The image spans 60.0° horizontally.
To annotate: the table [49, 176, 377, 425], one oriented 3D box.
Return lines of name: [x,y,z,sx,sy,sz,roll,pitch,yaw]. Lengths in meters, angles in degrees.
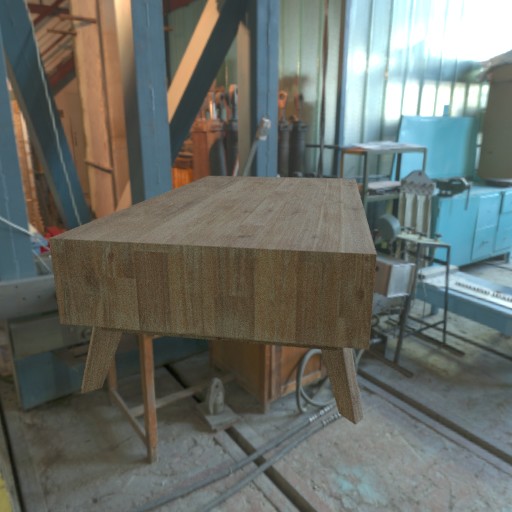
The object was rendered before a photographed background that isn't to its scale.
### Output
table: [0.000,0.000,2.022,0.918,0.531,1.619,3,17,10]
